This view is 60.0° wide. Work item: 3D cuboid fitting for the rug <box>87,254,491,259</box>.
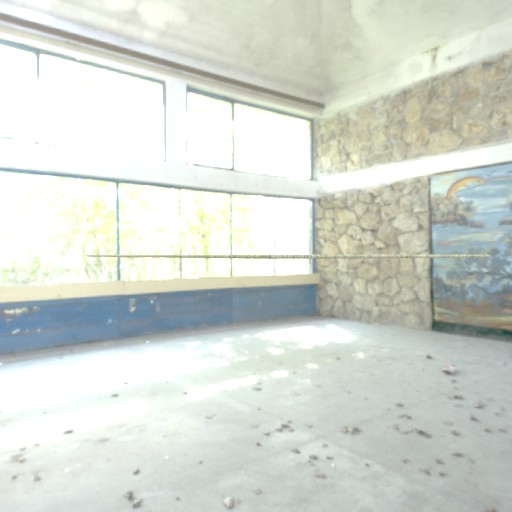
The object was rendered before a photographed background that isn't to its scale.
[{"bbox_3d":[0.000,0.000,2.335,1.243,0.014,1.846,0,0,-36],"label":"rug"}]
